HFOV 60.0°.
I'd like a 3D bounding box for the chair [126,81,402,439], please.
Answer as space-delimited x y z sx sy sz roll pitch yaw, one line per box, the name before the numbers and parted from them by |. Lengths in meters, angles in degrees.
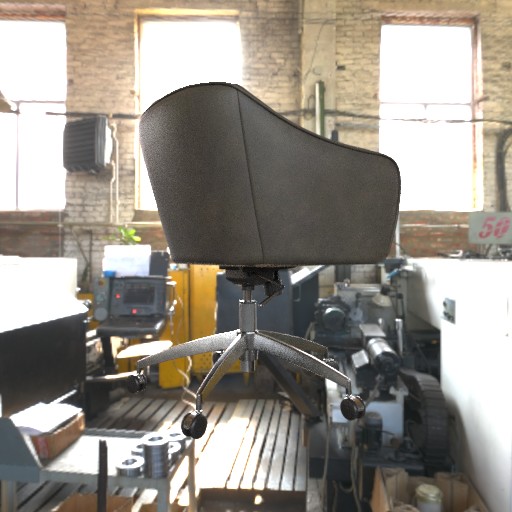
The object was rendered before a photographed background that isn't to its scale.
chair | 0.000 0.000 1.352 0.689 0.827 0.713 0 0 -36
